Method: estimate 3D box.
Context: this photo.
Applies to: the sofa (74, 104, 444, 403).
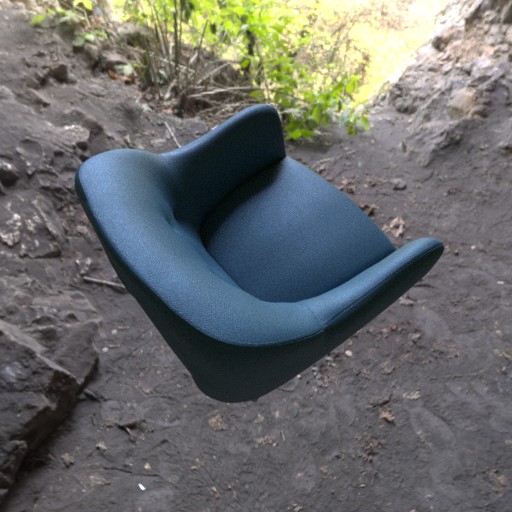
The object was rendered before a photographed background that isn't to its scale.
[{"bbox_3d":[0.000,0.000,1.474,0.825,0.817,0.836,-34,64,-20],"label":"sofa"}]
